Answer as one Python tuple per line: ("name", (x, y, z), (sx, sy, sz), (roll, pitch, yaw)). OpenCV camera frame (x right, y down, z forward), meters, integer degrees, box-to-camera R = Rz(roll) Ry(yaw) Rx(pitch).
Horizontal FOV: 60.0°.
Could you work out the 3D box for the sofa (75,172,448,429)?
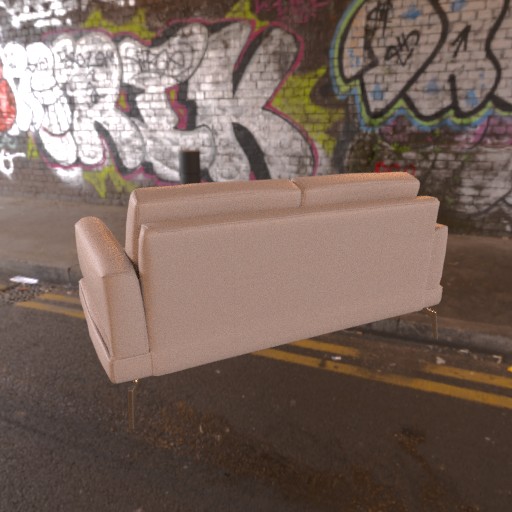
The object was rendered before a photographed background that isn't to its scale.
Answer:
("sofa", (0.000, 0.000, 2.451), (1.819, 0.930, 1.121), (-8, 19, -26))
